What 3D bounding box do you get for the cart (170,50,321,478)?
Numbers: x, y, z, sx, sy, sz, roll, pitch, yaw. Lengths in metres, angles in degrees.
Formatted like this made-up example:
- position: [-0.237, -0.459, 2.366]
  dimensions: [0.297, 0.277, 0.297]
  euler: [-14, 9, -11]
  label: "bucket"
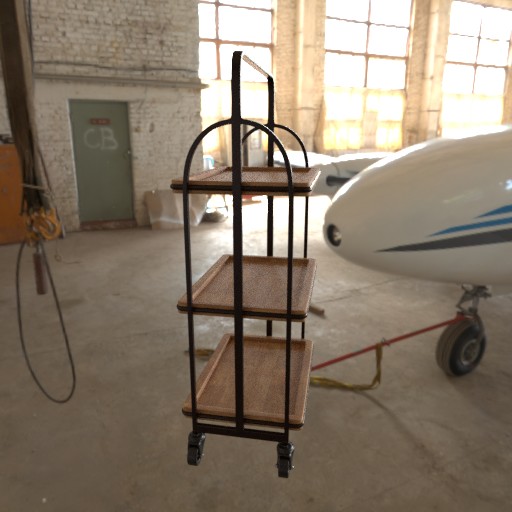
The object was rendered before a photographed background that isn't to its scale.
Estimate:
- position: [0.000, 0.000, 1.244]
  dimensions: [0.327, 1.001, 0.553]
  euler: [3, 16, 10]
  label: "cart"
